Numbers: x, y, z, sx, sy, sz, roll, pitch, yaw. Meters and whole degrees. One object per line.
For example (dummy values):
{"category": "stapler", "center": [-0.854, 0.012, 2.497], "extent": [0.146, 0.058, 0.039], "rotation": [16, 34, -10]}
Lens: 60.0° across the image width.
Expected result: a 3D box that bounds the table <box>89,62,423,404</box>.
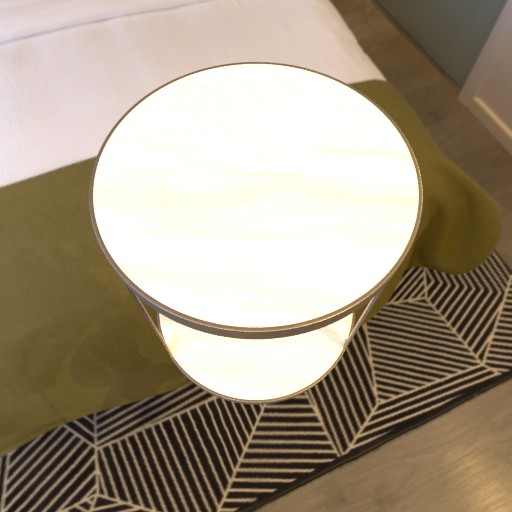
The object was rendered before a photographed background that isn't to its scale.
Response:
{"category": "table", "center": [0.000, 0.000, 0.810], "extent": [0.445, 0.479, 0.445], "rotation": [0, 62, 0]}
